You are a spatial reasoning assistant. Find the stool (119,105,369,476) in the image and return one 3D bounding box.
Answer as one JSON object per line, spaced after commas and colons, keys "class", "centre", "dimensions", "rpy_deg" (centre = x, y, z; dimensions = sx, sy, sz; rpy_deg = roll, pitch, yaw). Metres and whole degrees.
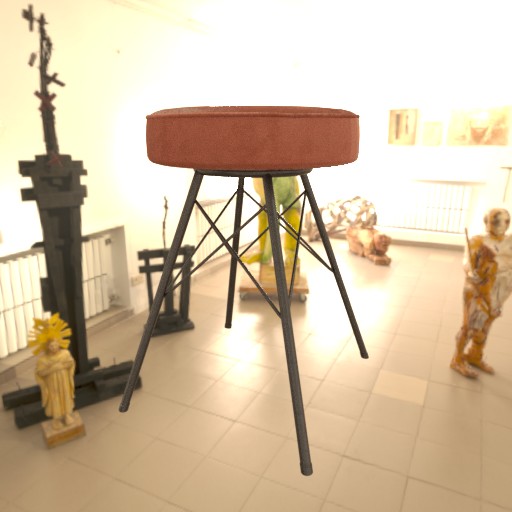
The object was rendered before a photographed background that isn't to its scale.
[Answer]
{"class": "stool", "centre": [0.000, 0.000, 0.937], "dimensions": [0.421, 0.593, 0.457], "rpy_deg": [8, 17, 25]}
